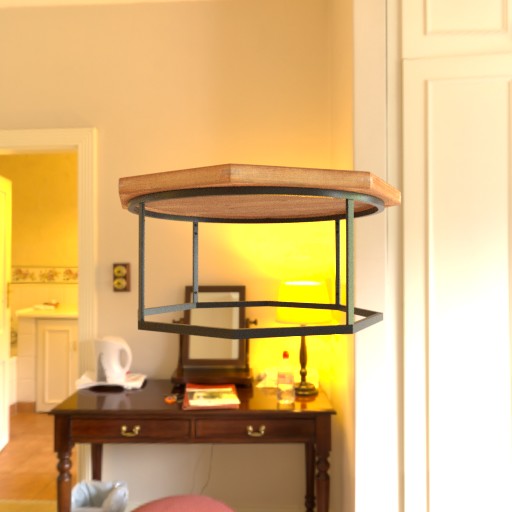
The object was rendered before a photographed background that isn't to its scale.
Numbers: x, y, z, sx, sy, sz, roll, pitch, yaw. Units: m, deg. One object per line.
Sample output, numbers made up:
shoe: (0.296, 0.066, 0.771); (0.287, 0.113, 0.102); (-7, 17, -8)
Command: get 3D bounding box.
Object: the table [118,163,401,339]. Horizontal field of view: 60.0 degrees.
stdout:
table: (0.000, 0.000, 1.583); (1.002, 0.444, 1.002); (0, -1, 0)
